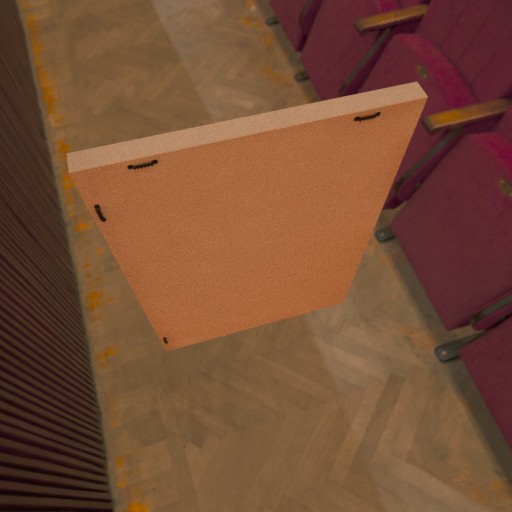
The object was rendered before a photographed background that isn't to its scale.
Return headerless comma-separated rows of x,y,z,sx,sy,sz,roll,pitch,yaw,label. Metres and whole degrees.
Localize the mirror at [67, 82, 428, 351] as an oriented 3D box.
0.000,0.000,0.914,0.507,0.710,0.040,-14,61,-8,mirror
